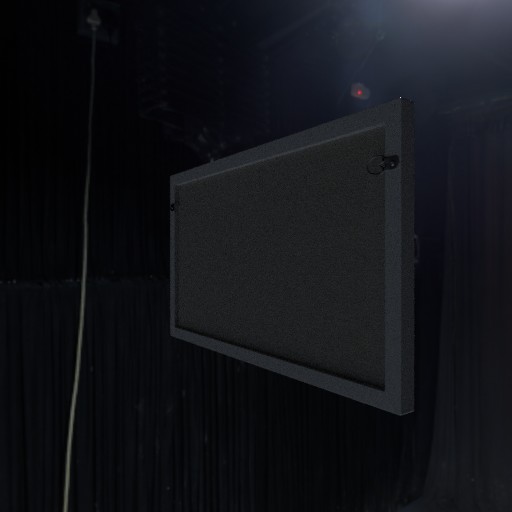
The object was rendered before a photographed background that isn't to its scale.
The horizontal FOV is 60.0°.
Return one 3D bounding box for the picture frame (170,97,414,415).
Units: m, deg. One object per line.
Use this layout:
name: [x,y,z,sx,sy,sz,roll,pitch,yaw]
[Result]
picture frame: [0.000,0.000,0.800,0.044,0.379,0.647,0,0,-36]
